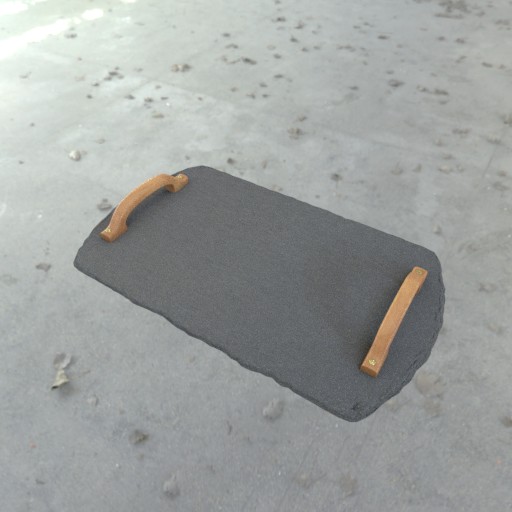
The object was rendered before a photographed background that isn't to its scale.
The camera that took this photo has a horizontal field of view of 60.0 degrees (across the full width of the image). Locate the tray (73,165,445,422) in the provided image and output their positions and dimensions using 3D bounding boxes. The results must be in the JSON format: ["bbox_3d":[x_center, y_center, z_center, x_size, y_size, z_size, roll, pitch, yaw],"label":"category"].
[{"bbox_3d":[0.000,0.000,0.471,0.387,0.062,0.231,24,49,23],"label":"tray"}]
